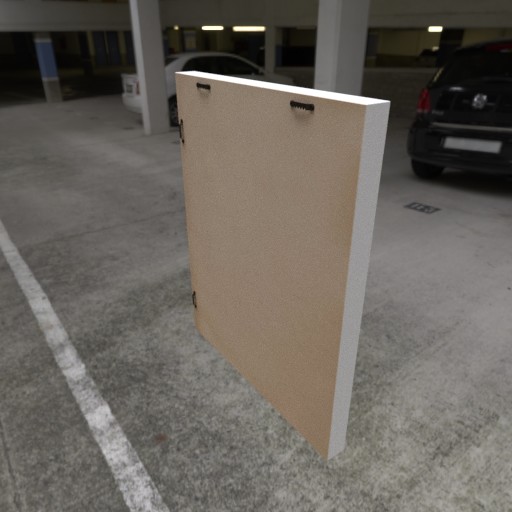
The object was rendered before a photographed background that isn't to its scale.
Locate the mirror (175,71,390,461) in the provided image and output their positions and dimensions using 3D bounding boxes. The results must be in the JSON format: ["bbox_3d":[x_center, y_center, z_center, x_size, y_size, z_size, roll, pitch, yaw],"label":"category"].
[{"bbox_3d":[0.000,0.000,0.696,0.041,0.508,0.405,-18,33,-31],"label":"mirror"}]
